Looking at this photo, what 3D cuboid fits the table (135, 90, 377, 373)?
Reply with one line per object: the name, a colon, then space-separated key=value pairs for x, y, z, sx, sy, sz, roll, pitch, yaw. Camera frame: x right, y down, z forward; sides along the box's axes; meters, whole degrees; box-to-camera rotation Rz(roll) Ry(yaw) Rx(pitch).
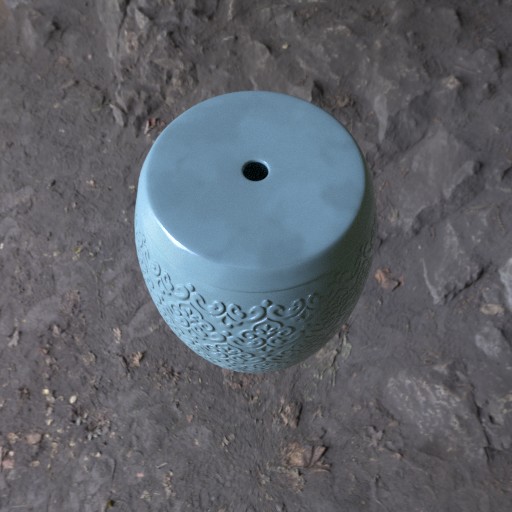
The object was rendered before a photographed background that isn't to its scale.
table: x=0.000 y=0.000 z=0.633 sx=0.309 sy=0.397 sz=0.309 roll=0 pitch=63 yaw=0
